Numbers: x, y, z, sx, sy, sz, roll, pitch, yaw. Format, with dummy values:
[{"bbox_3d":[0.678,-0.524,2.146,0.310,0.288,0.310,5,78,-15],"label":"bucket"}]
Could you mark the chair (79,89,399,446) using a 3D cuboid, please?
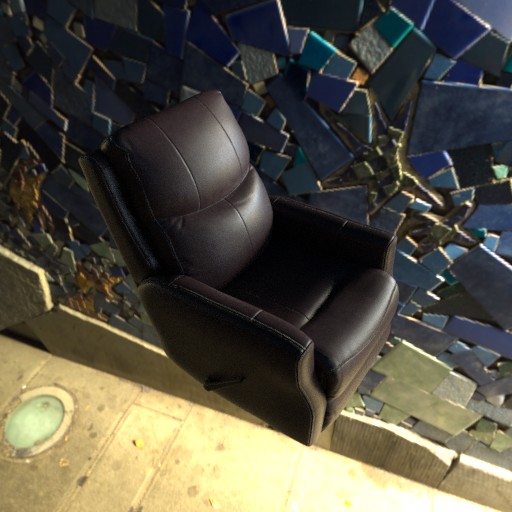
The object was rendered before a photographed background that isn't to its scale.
[{"bbox_3d":[0.000,0.000,1.776,1.080,1.030,0.829,25,46,27],"label":"chair"}]
